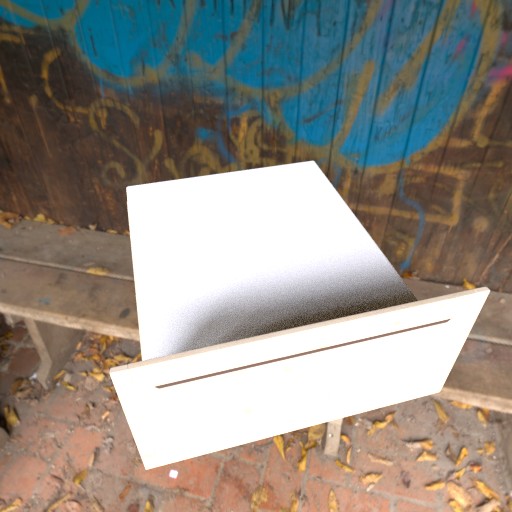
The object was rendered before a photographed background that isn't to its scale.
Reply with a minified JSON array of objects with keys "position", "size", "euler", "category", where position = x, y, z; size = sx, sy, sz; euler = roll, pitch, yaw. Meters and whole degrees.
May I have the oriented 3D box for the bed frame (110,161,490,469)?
[{"position":[0.000,0.000,3.031],"size":[1.800,0.900,2.080],"euler":[-10,42,-11],"category":"bed frame"}]
